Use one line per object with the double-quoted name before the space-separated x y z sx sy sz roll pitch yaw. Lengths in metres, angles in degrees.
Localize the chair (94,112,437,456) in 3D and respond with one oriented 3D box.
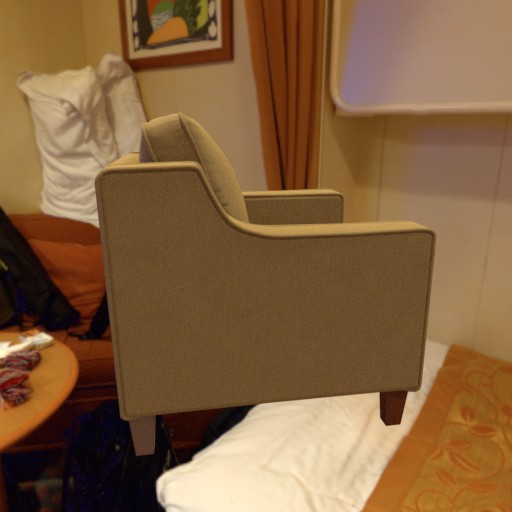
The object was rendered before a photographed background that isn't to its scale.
"chair" 0.000 0.000 1.583 0.909 0.960 0.831 -3 16 -10
